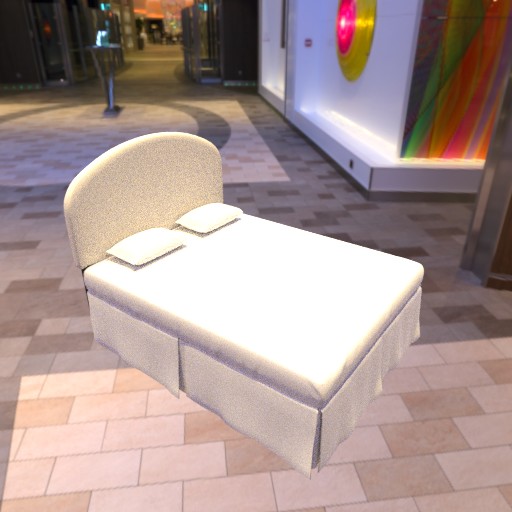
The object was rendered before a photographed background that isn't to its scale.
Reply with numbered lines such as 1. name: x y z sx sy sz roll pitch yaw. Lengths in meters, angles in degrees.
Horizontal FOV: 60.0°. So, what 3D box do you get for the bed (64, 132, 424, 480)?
1. bed: 0.000 0.000 3.057 2.005 1.410 1.607 19 32 32
